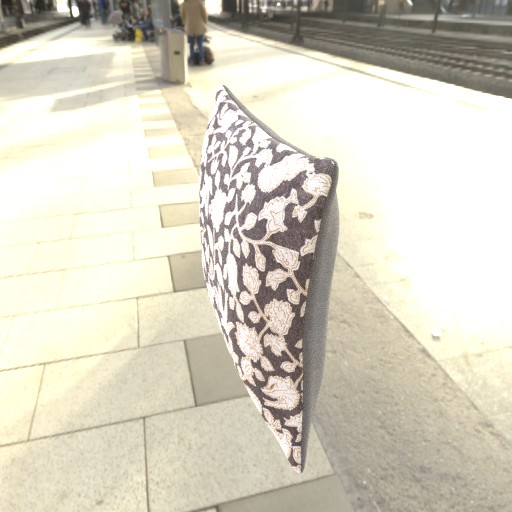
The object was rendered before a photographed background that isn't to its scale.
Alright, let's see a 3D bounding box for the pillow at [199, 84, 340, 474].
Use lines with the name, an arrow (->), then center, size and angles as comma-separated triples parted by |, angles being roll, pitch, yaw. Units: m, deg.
pillow -> 0.000, 0.000, 0.793 | 0.166, 0.507, 0.526 | -9, 31, -14
